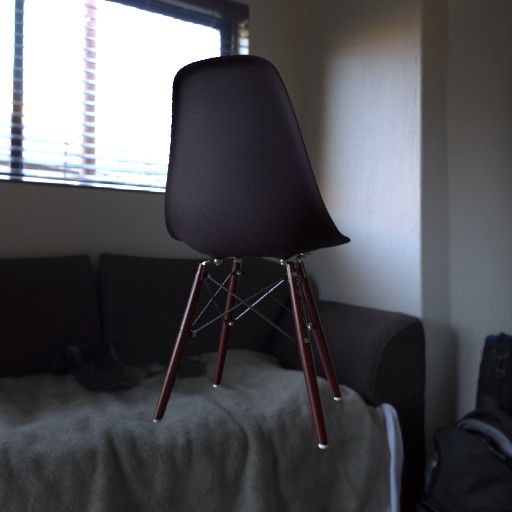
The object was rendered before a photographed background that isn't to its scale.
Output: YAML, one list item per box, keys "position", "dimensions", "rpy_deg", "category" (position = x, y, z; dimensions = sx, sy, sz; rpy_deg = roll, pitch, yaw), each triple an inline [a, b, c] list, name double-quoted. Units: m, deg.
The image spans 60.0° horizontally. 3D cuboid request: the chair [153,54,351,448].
- position: [0.000, 0.000, 1.167]
  dimensions: [0.470, 0.826, 0.533]
  rpy_deg: [0, 0, 18]
  category: "chair"
